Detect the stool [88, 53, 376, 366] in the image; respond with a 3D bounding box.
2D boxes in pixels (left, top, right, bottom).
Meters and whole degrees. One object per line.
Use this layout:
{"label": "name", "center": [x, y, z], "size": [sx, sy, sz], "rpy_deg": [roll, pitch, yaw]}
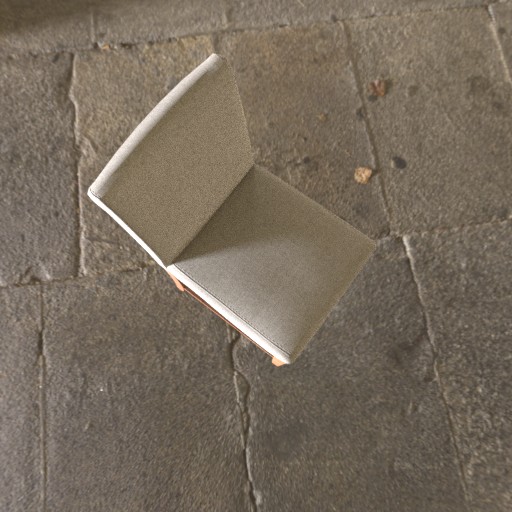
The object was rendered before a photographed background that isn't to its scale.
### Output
{"label": "stool", "center": [0.000, 0.000, 1.407], "size": [0.570, 1.088, 0.439], "rpy_deg": [36, 78, 9]}
